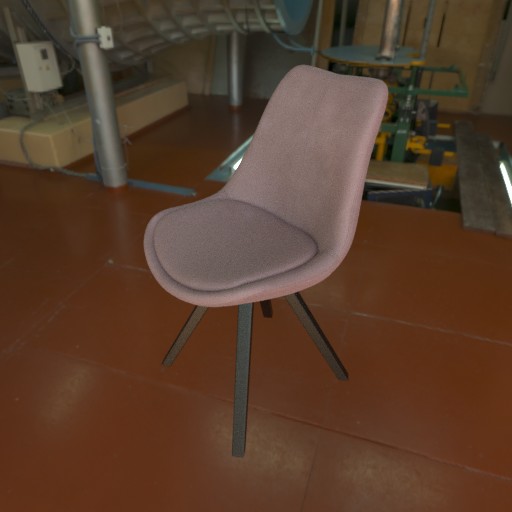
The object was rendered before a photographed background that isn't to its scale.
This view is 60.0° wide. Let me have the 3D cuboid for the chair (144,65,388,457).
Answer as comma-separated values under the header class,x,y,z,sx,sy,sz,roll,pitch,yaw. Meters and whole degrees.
class,x,y,z,sx,sy,sz,roll,pitch,yaw
chair,0.000,0.000,1.176,0.547,0.865,0.483,-22,38,-31
